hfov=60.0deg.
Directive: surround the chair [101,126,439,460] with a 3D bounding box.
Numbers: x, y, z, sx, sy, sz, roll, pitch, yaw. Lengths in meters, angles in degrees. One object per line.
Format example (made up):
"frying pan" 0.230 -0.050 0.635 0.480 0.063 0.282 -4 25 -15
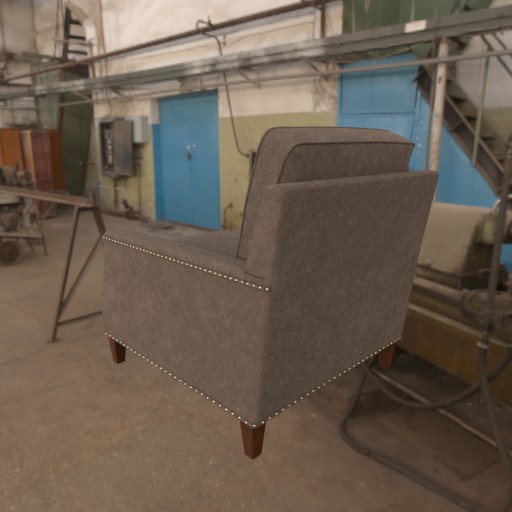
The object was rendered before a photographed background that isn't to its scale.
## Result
"chair" 0.000 0.000 1.721 0.853 0.948 1.014 -14 20 -43
